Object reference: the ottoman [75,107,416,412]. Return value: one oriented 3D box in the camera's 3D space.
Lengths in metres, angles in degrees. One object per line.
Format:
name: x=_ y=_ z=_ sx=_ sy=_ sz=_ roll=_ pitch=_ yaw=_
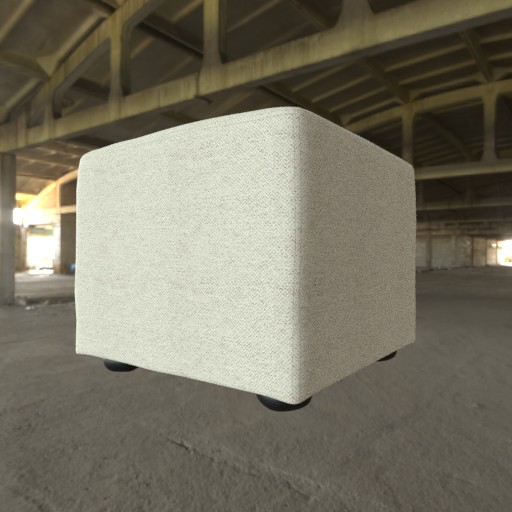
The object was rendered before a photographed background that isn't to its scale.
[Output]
ottoman: x=0.000 y=0.000 z=0.916 sx=0.512 sy=0.453 sz=0.521 roll=0 pitch=0 yaw=36
